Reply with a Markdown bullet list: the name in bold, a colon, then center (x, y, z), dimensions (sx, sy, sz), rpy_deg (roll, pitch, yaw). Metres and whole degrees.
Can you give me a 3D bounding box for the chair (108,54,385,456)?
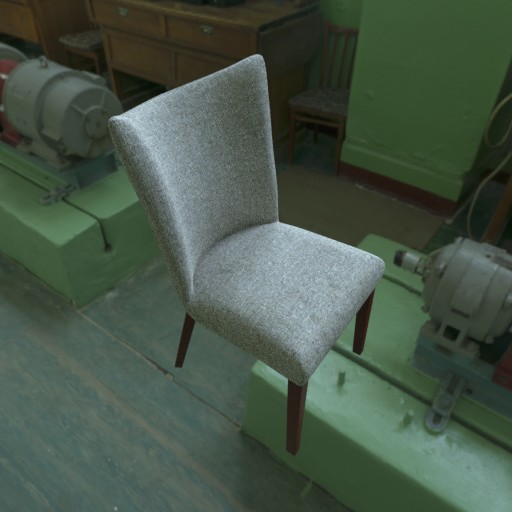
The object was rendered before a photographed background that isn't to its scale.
- **chair**: center (0.000, 0.000, 1.281), dimensions (0.623, 0.924, 0.535), rpy_deg (25, 47, 26)
